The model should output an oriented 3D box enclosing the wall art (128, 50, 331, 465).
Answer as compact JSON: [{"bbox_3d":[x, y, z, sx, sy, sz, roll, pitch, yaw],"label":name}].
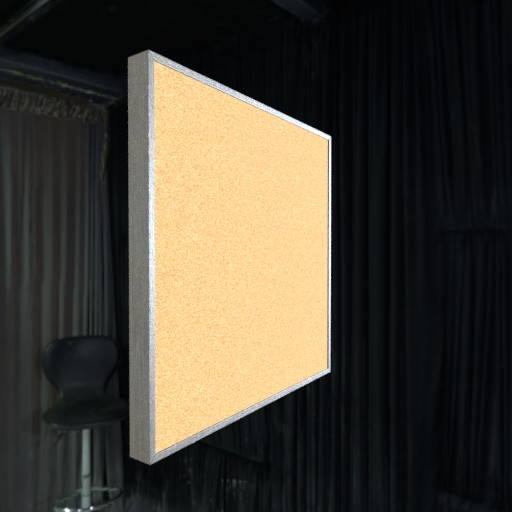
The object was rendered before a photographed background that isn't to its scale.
[{"bbox_3d":[0.000,0.000,0.759,0.037,0.507,0.507,1,1,35],"label":"wall art"}]
